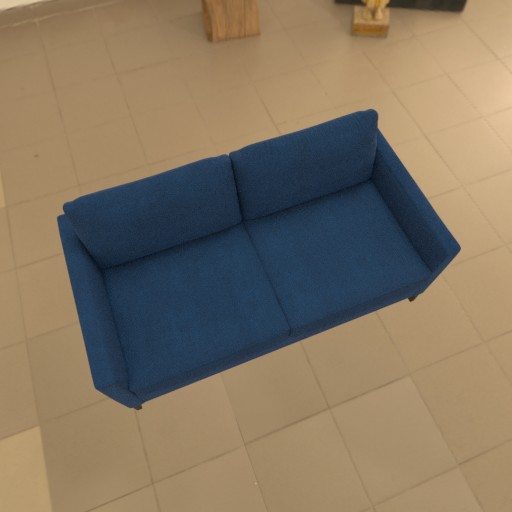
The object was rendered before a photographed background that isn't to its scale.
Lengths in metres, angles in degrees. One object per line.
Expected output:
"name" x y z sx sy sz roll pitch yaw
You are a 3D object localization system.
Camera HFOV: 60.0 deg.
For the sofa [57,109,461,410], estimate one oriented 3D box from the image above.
"sofa" 0.000 0.000 2.185 1.676 0.817 0.875 -19 65 -10
